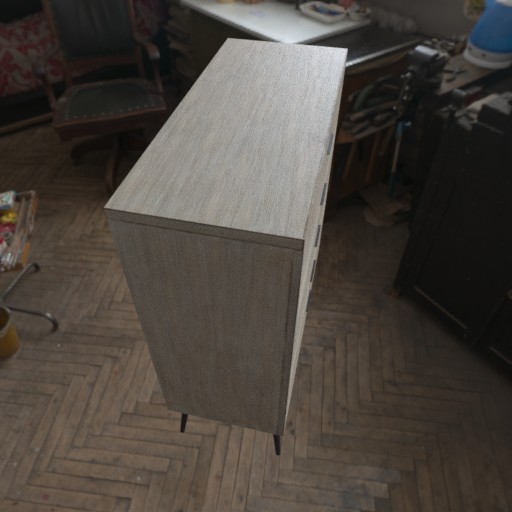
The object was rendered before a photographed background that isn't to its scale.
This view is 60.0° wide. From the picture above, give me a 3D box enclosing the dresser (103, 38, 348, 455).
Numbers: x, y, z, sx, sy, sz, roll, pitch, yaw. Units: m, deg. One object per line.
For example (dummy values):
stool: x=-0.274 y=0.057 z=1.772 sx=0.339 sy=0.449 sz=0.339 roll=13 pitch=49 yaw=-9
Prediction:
dresser: x=0.000 y=0.000 z=1.717 sx=0.457 sy=1.219 sz=1.016 roll=9 pitch=47 yaw=9
